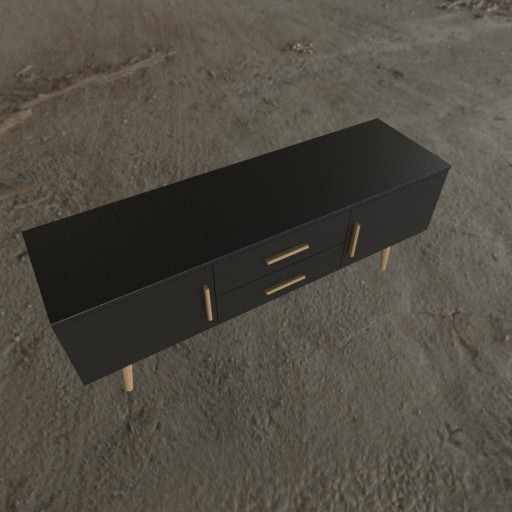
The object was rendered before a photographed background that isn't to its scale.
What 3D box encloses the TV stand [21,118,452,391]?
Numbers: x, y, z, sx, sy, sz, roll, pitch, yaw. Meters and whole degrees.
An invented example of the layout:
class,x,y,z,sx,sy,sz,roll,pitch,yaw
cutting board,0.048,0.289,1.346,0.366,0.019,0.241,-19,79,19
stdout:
class,x,y,z,sx,sy,sz,roll,pitch,yaw
TV stand,0.000,0.000,1.553,1.312,0.518,0.390,-22,50,-20
